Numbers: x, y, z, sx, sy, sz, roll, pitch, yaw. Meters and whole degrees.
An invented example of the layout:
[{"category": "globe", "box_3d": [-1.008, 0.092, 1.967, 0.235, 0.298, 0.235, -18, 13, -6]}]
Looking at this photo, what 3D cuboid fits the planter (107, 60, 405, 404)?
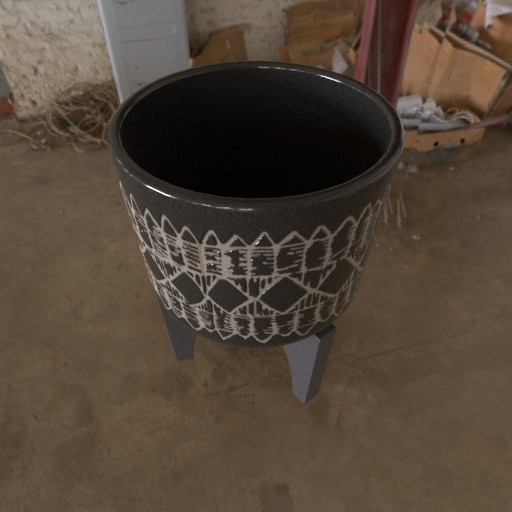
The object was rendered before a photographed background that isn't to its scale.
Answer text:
[{"category": "planter", "box_3d": [0.000, 0.000, 0.389, 0.196, 0.264, 0.196, 15, 47, 14]}]
